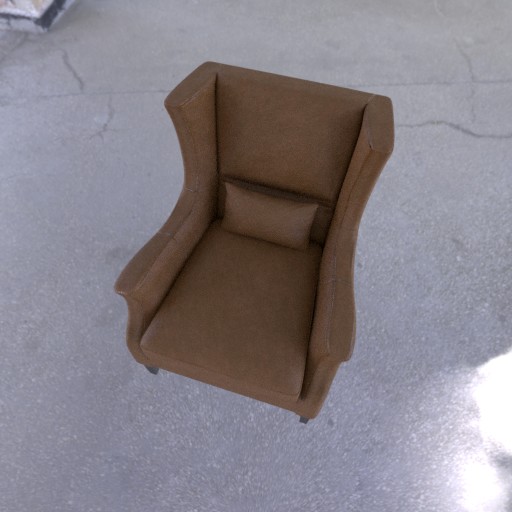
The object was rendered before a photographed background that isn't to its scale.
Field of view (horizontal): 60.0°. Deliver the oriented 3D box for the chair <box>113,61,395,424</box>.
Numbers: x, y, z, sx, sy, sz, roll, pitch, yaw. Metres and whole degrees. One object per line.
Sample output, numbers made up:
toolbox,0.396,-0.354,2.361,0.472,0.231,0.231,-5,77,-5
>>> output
chair,0.000,0.000,1.718,0.852,1.016,0.925,15,59,9
